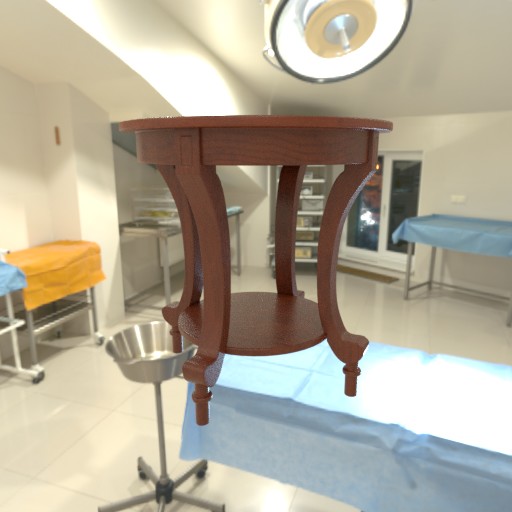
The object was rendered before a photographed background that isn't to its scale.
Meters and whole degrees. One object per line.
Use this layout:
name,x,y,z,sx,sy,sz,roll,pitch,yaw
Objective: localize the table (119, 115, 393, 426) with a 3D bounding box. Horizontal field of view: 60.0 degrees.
table,0.000,0.000,1.077,0.597,0.612,0.597,0,14,0
